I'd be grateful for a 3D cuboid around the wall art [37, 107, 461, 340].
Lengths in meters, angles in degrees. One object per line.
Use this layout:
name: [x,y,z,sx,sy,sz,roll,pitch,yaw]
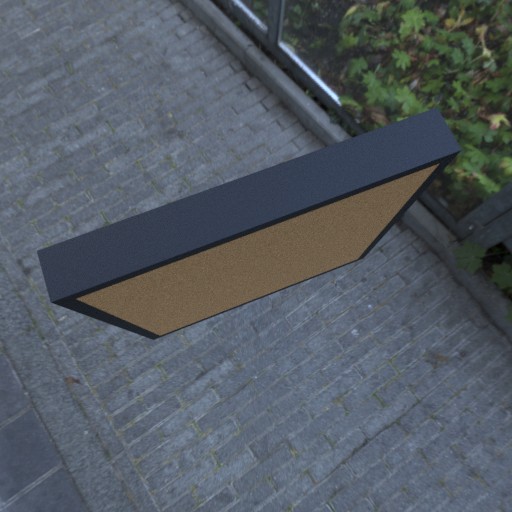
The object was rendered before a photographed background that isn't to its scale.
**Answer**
wall art: [0.000,0.000,0.457,0.305,0.304,0.038,-21,76,-6]
